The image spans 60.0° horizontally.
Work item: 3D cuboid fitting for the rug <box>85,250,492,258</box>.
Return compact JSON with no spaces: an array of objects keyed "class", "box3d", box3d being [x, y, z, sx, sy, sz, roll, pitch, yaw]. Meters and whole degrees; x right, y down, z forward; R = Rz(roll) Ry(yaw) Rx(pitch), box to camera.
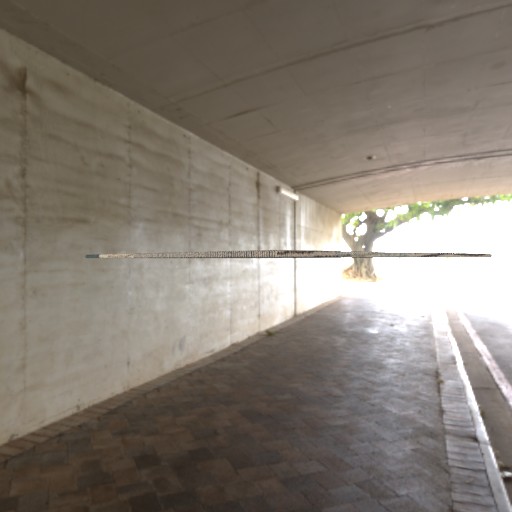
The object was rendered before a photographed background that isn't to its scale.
[{"class":"rug","box3d":[0.000,0.000,2.327,1.238,0.020,1.847,0,0,-37]}]
